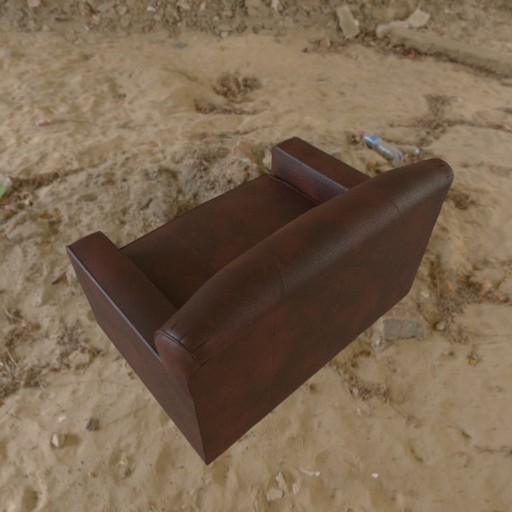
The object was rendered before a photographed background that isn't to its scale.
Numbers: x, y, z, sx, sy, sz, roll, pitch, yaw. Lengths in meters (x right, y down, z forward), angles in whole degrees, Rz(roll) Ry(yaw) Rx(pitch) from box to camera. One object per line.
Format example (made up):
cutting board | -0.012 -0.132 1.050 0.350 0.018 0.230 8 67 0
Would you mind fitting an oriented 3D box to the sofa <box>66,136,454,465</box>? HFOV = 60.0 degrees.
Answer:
sofa | 0.000 0.000 2.066 1.413 0.956 1.000 -32 53 -28
